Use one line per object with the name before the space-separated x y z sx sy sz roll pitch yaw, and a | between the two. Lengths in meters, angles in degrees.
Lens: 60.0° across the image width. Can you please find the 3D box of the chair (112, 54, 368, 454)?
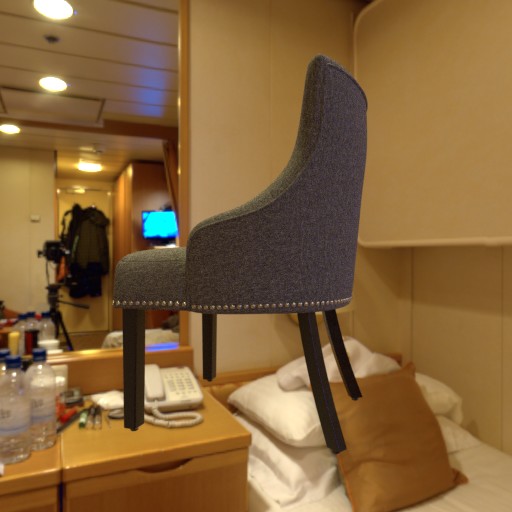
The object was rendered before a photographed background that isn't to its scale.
chair | 0.000 0.000 1.295 0.629 0.909 0.566 0 0 19
